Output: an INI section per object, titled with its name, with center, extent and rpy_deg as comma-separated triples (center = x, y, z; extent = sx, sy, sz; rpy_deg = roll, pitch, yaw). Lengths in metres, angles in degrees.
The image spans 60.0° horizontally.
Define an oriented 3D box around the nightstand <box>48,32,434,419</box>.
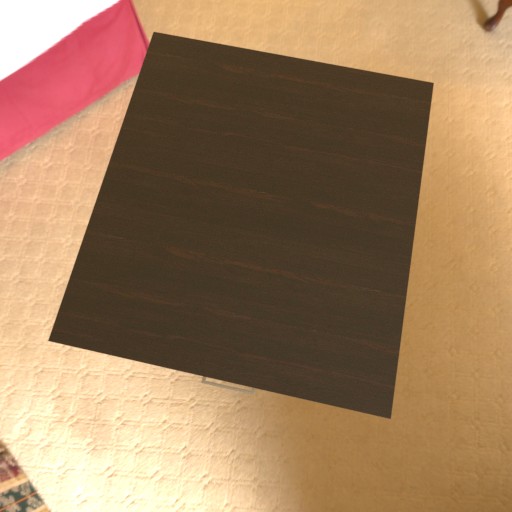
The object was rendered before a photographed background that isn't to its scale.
[nightstand]
center = 0.000, 0.000, 0.781
extent = 0.400, 0.460, 0.461
rpy_deg = 12, 75, 3
